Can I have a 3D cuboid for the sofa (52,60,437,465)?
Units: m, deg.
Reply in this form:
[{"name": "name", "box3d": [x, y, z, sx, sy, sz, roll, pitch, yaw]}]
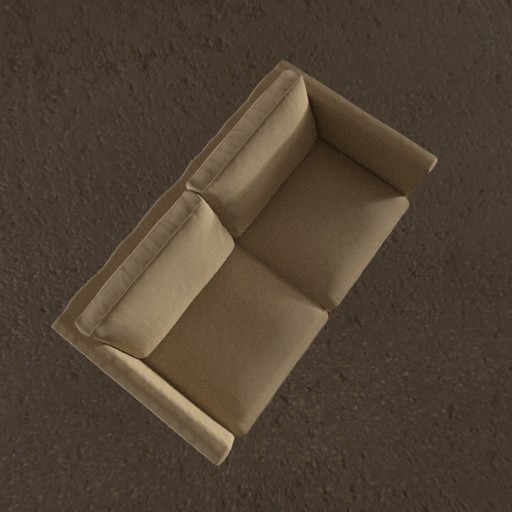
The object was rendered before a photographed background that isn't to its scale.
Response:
[{"name": "sofa", "box3d": [0.000, 0.000, 2.271, 0.962, 0.835, 1.719, 36, 78, 9]}]
